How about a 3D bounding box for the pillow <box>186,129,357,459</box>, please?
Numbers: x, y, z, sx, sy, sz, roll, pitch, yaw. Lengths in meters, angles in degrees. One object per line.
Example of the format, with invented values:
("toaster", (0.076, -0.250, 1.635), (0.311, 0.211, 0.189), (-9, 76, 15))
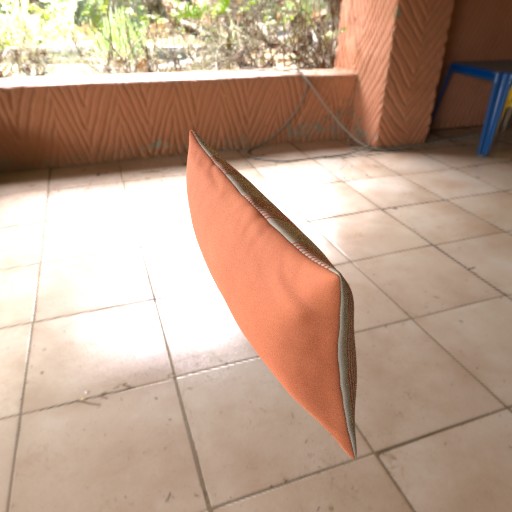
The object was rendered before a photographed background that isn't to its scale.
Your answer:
("pillow", (0.000, 0.000, 0.738), (0.156, 0.292, 0.608), (-10, 31, -18))
